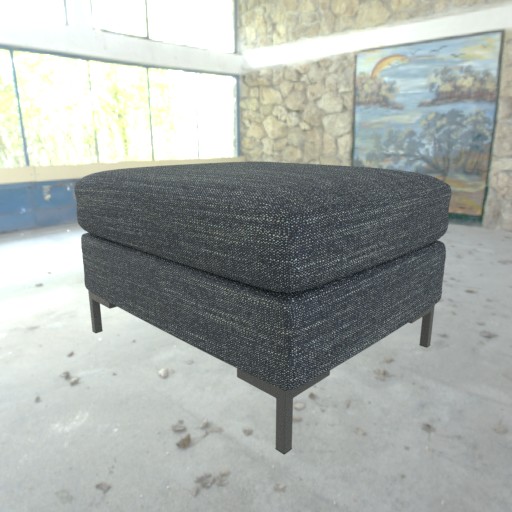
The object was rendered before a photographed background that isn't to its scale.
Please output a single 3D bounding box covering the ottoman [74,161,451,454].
[{"bbox_3d":[0.000,0.000,1.221,0.814,0.491,0.667,14,21,43],"label":"ottoman"}]
